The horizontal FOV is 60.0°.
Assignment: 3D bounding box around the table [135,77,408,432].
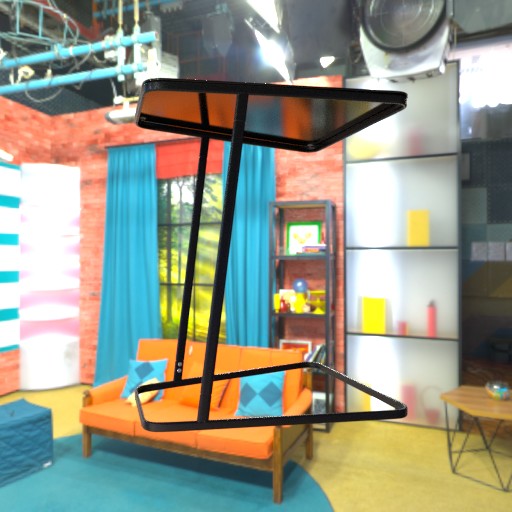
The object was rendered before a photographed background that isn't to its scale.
[{"bbox_3d":[0.000,0.000,0.968,0.500,0.624,0.427,0,0,-19],"label":"table"}]
